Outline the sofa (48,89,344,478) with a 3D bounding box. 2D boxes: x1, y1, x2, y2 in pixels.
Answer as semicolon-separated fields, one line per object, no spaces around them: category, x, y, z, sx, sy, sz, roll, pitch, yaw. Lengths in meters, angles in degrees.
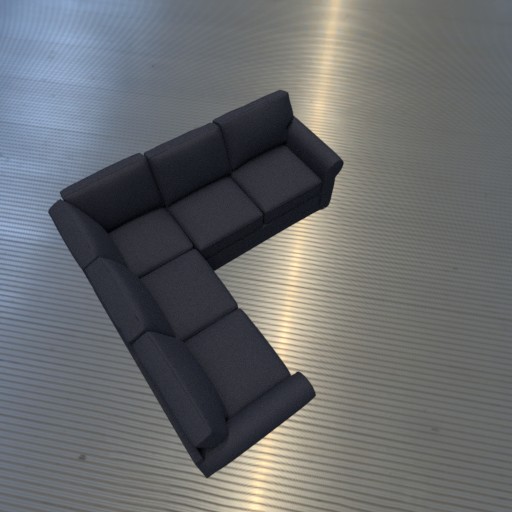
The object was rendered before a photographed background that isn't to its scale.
sofa;0.000;0.000;3.829;2.562;1.042;2.487;-31;63;-18
